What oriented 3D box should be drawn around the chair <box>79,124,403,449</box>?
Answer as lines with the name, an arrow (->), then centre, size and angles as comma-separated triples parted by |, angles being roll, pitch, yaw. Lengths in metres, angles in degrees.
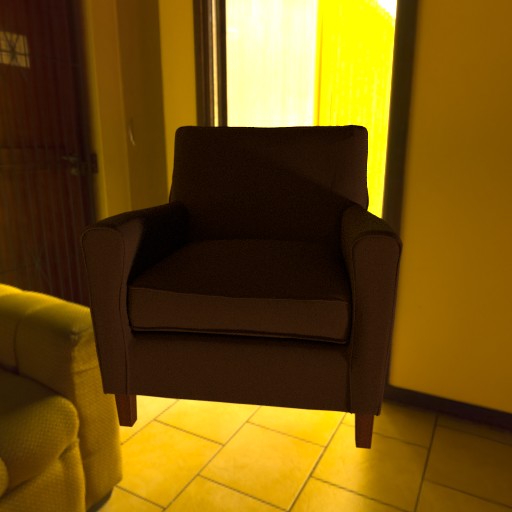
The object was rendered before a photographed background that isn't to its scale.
chair -> 0.000, 0.000, 1.549 | 0.836, 0.911, 0.831 | 2, 14, 8
